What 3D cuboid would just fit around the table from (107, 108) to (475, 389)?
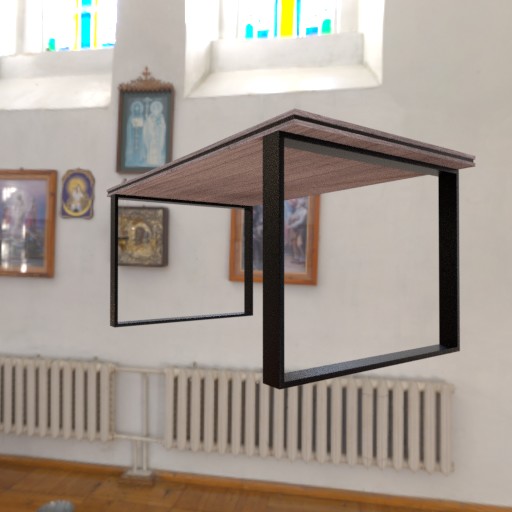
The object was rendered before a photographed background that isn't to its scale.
[{"bbox_3d":[0.000,0.000,2.032,0.881,0.736,1.579,1,-1,-35],"label":"table"}]
